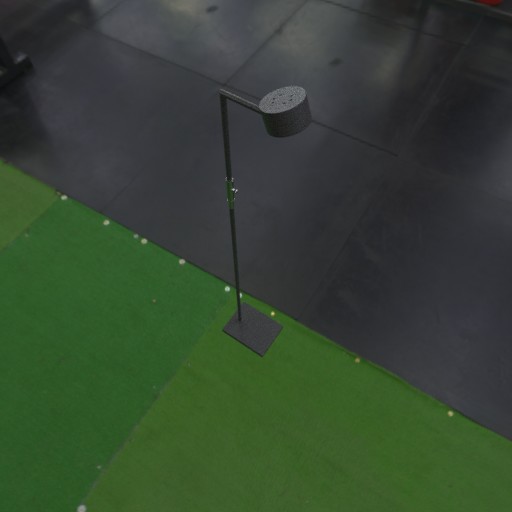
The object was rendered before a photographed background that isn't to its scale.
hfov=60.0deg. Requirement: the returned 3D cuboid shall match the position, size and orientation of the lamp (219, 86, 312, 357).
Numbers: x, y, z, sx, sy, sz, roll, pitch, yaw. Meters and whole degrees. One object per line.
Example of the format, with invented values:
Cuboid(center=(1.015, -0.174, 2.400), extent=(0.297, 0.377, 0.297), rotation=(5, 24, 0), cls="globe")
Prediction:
Cuboid(center=(0.000, 0.000, 1.732), extent=(0.304, 1.600, 0.203), rotation=(30, 63, 17), cls="lamp")
